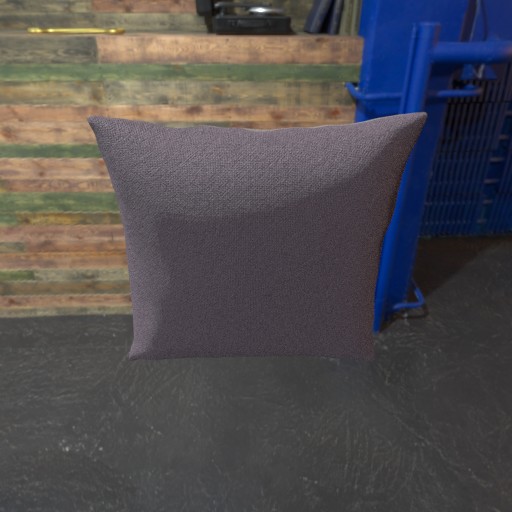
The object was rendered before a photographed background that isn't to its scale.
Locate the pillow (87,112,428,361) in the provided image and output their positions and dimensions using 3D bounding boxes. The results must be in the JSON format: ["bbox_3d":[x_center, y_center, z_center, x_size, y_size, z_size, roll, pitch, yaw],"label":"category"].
[{"bbox_3d":[0.000,0.000,0.693,0.452,0.439,0.204,0,31,-1],"label":"pillow"}]
